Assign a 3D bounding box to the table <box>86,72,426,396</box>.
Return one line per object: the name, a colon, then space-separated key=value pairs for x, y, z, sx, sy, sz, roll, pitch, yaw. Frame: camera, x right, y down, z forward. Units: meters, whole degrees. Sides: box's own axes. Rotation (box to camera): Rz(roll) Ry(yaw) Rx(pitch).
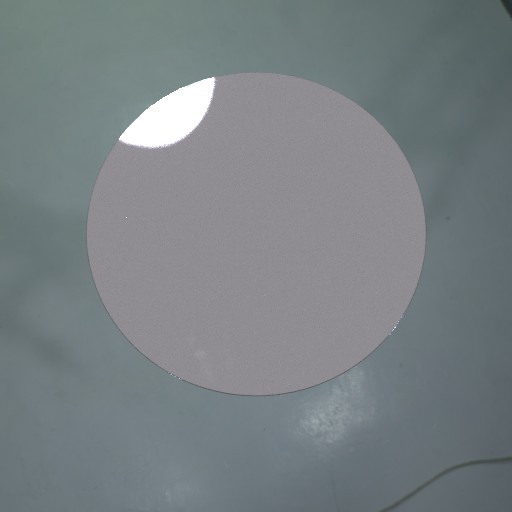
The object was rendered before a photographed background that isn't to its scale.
table: x=0.000 y=0.000 z=0.866 sx=0.499 sy=0.443 sz=0.499 roll=0 pitch=76 yaw=0
